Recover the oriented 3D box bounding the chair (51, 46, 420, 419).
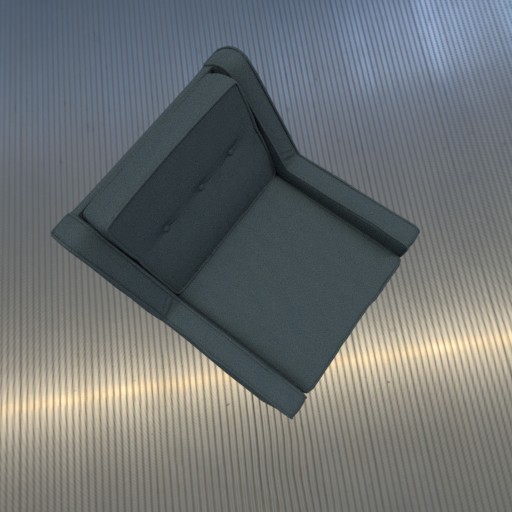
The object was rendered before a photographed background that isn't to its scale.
[{"bbox_3d":[0.000,0.000,1.353,0.733,0.780,0.663,36,78,9],"label":"chair"}]
